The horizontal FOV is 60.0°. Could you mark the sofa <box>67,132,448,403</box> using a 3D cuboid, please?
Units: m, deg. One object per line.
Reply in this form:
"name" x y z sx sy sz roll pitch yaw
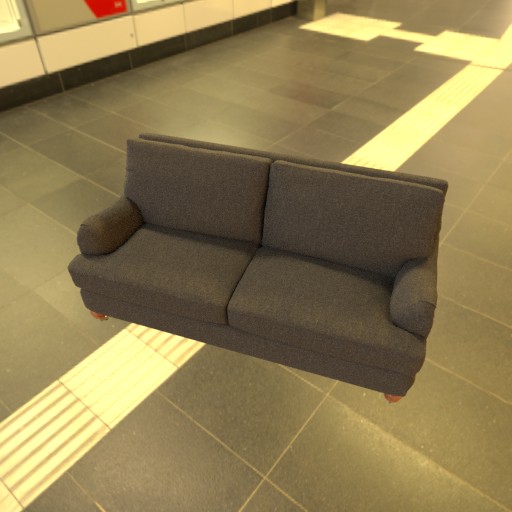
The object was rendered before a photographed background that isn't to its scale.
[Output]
"sofa" 0.000 0.000 2.838 2.160 1.054 1.087 12 42 14
